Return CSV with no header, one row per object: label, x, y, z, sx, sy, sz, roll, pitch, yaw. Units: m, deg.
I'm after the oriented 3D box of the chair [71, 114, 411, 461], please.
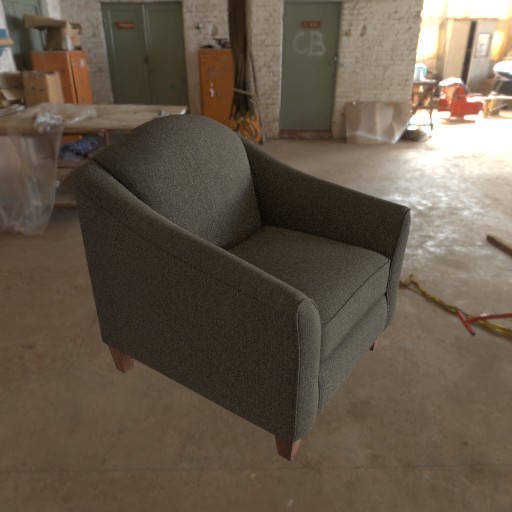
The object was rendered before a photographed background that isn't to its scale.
chair,0.000,0.000,1.464,0.787,0.839,0.763,17,31,31
